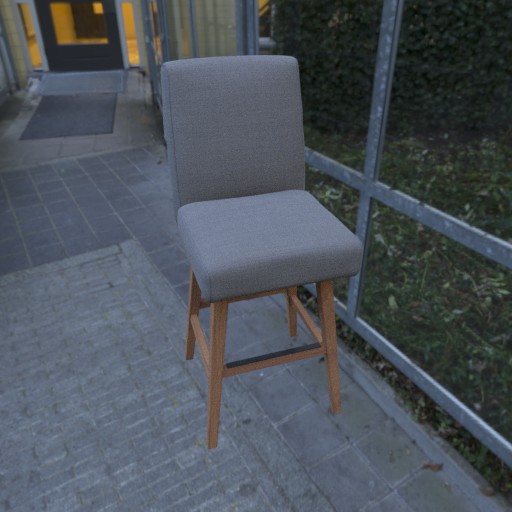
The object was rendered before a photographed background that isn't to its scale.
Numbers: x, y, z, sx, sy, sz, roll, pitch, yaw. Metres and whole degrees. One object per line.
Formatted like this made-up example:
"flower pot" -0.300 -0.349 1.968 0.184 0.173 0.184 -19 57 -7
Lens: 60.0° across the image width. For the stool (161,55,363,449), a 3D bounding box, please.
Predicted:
"stool" 0.000 0.000 1.416 0.483 1.112 0.570 -9 33 -15
